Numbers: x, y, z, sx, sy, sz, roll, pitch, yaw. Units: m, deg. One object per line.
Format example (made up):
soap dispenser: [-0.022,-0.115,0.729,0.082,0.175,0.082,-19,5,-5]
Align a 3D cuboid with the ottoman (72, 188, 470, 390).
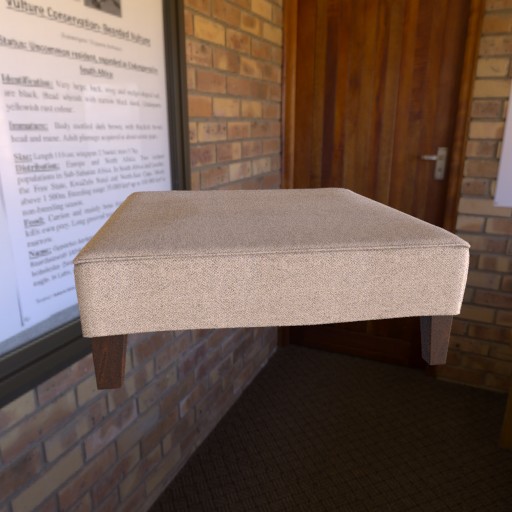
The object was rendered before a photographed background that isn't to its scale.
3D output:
ottoman: [0.000,0.000,1.546,0.973,0.381,0.982,-2,17,-7]
